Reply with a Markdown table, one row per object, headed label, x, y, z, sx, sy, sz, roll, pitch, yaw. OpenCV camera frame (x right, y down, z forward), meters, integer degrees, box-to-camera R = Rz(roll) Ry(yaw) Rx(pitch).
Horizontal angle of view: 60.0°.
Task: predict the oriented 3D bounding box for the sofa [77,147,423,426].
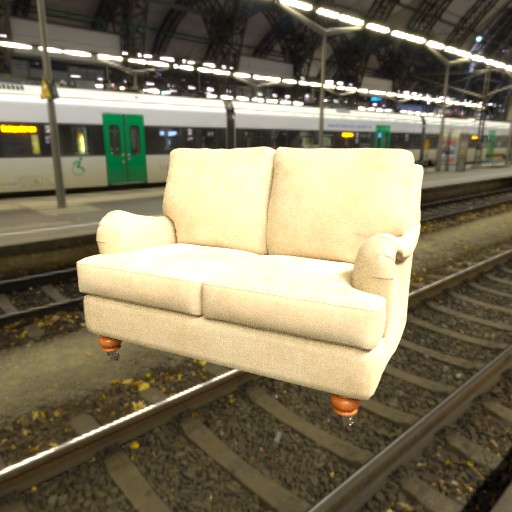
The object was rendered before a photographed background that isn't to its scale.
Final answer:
| label | x | y | z | sx | sy | sz | roll | pitch | yaw |
| --- | --- | --- | --- | --- | --- | --- | --- | --- | --- |
| sofa | 0.000 | 0.000 | 2.278 | 1.498 | 1.087 | 1.086 | 7 | 16 | 26 |
